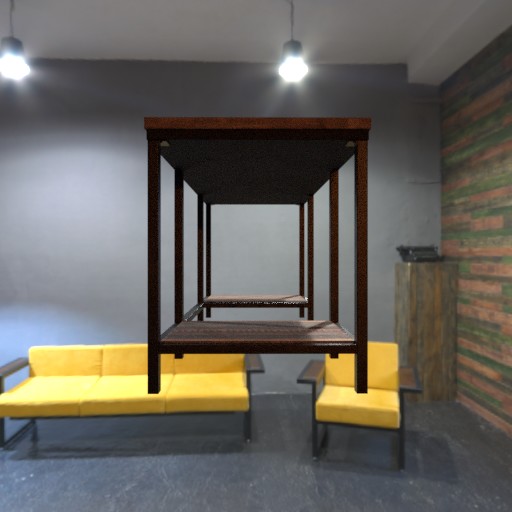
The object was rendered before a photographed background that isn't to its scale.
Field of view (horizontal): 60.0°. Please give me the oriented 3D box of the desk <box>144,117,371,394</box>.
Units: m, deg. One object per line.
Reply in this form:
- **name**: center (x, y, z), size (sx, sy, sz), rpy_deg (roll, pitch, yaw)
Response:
- **desk**: center (0.000, 0.000, 1.973), size (0.617, 0.753, 1.538), rpy_deg (0, 0, 0)
